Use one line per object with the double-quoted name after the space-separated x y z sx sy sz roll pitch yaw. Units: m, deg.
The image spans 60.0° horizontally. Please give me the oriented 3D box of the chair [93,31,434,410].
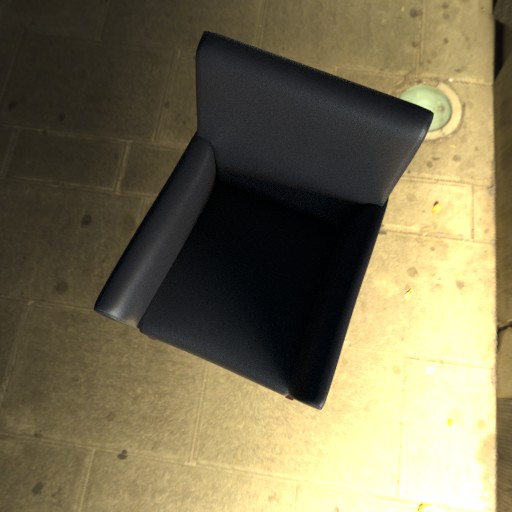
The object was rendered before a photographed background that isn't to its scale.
0.000 0.000 1.456 0.683 0.951 0.772 22 76 6 "chair"
